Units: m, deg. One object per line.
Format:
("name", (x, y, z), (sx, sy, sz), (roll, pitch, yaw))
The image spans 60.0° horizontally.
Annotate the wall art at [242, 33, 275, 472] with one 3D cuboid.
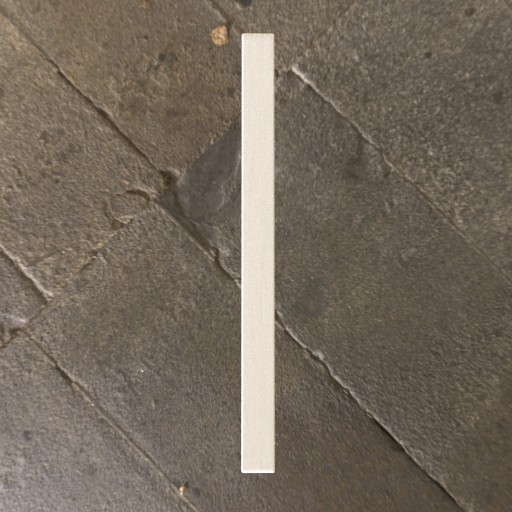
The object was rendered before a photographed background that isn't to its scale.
("wall art", (0.000, 0.000, 0.764), (0.038, 0.508, 0.508), (0, 88, -1))
